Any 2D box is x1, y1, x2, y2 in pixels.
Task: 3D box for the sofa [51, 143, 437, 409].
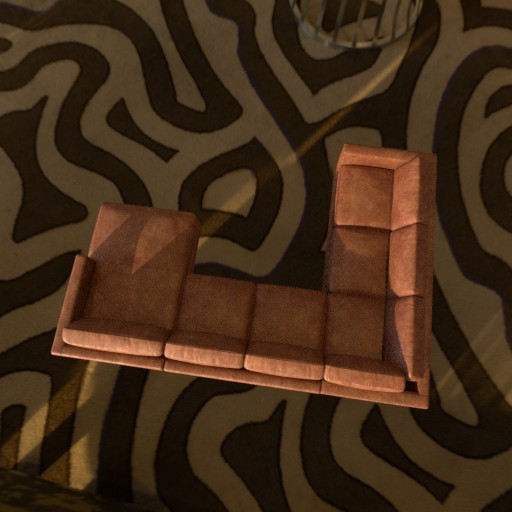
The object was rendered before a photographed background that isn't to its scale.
[{"bbox_3d":[0.000,0.000,4.450,3.324,0.888,2.452,8,74,2],"label":"sofa"}]
